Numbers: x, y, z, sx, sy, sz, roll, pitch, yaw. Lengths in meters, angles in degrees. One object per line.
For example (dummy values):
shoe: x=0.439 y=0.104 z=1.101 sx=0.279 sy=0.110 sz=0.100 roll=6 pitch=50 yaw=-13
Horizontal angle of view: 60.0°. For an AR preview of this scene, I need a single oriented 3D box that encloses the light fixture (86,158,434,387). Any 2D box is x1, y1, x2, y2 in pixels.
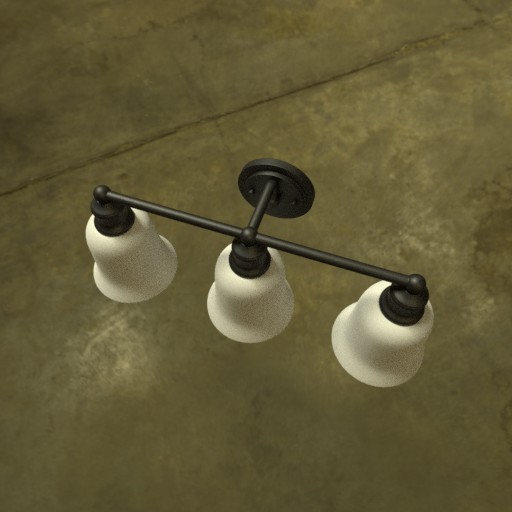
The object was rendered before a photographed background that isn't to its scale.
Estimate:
light fixture: x=0.000 y=0.000 z=0.661 sx=0.570 sy=0.211 sz=0.198 roll=16 pitch=60 yaw=10
